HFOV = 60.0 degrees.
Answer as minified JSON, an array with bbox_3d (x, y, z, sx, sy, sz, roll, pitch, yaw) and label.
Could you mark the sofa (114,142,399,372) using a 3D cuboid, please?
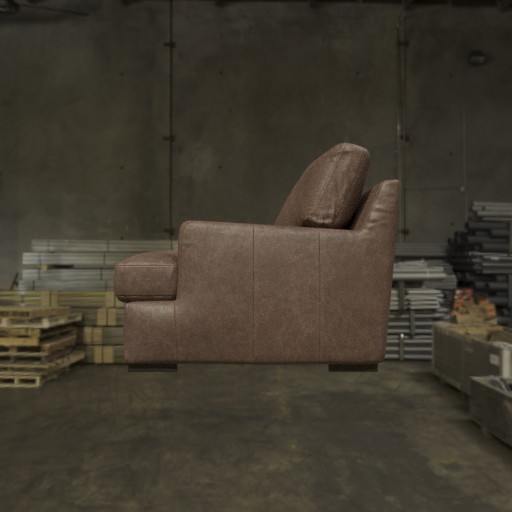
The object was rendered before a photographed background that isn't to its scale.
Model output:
[{"bbox_3d":[0.000,0.000,2.814,1.143,0.941,2.261,0,-1,0],"label":"sofa"}]
